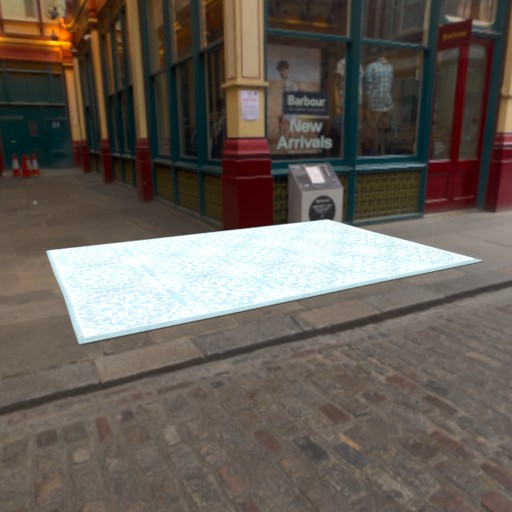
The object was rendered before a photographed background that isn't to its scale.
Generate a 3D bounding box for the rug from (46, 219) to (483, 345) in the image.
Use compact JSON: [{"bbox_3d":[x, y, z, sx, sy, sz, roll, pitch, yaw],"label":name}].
[{"bbox_3d":[0.000,0.000,2.230,1.840,0.012,1.219,-8,17,-28],"label":"rug"}]
